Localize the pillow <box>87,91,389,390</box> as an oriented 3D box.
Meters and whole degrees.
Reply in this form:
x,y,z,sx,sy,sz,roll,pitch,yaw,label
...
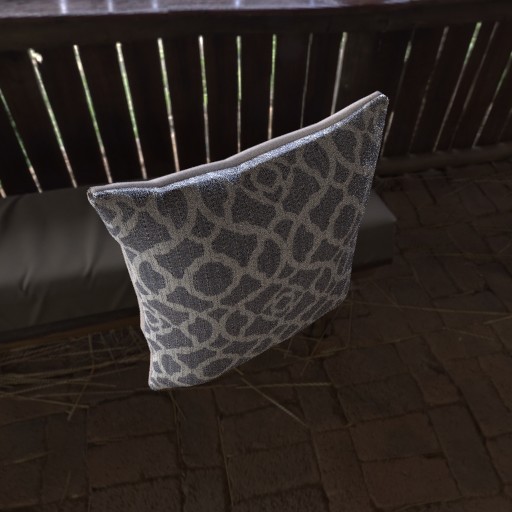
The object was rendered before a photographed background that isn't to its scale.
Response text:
x,y,z,sx,sy,sz,roll,pitch,yaw,label
0.000,0.000,0.820,0.508,0.498,0.215,-25,51,-22,pillow
